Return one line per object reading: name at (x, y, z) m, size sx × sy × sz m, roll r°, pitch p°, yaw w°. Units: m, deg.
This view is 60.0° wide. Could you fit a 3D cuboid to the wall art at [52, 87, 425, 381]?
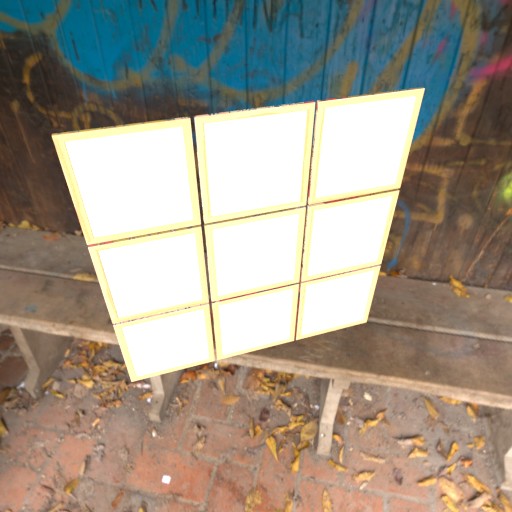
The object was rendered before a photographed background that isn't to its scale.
wall art at (0.000, 0.000, 1.785) m, size 1.206 × 1.218 × 0.013 m, roll -12°, pitch 42°, yaw -13°
